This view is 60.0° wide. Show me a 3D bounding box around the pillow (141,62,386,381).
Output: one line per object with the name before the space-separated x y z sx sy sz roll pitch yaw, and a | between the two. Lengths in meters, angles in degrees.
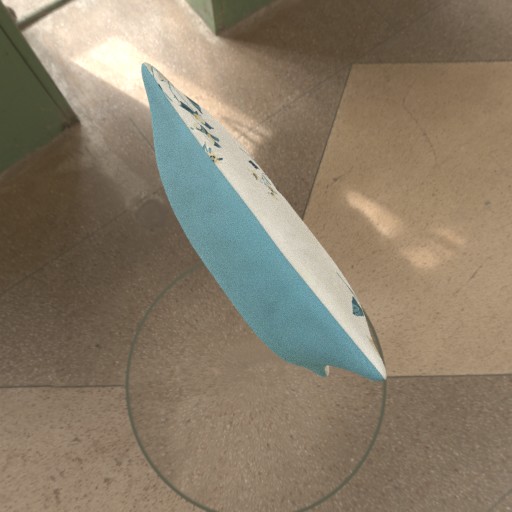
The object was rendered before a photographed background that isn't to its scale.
pillow | 0.000 0.000 0.803 0.166 0.507 0.526 -35 78 -9
